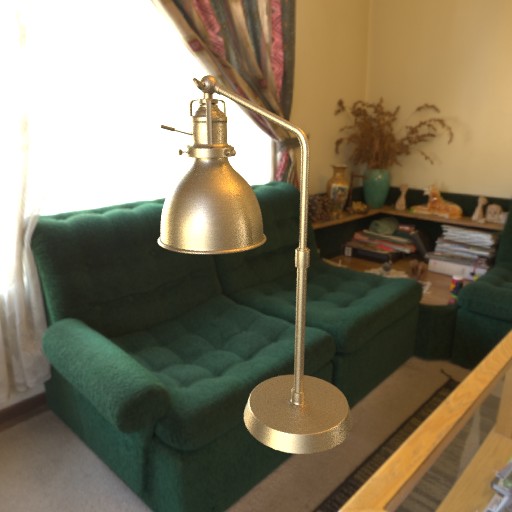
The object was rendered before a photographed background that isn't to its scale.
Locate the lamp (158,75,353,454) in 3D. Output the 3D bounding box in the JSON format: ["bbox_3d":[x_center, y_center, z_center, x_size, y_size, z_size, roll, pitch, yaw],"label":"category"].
[{"bbox_3d":[0.000,0.000,0.593,0.286,0.456,0.153,8,19,26],"label":"lamp"}]
